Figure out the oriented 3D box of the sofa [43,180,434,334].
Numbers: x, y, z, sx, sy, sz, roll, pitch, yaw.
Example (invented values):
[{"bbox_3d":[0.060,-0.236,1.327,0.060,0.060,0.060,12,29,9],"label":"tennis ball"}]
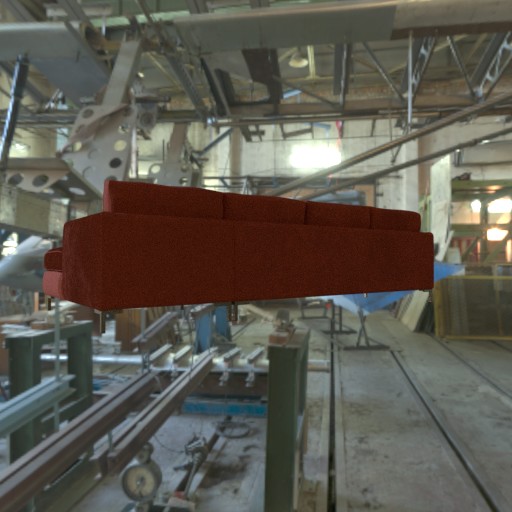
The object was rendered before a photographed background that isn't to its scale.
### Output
[{"bbox_3d":[0.000,0.000,3.575,2.932,0.810,1.350,0,-1,-36],"label":"sofa"}]
